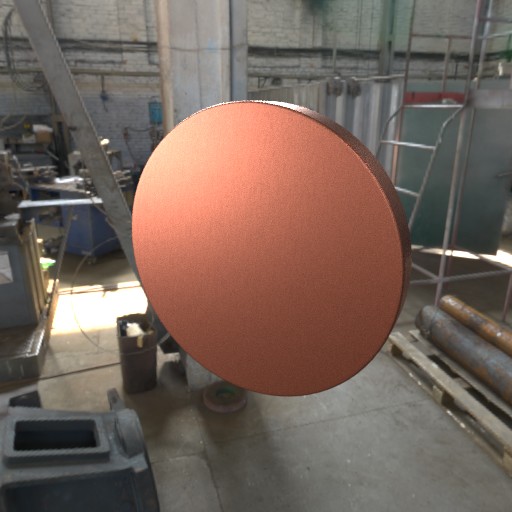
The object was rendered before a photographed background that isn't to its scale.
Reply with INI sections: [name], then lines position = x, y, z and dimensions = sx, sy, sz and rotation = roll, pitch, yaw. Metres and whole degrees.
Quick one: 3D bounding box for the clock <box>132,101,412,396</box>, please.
[clock]
position = 0.000, 0.000, 0.475
dimensions = 0.313, 0.313, 0.040
rotation = 9, 21, 26
